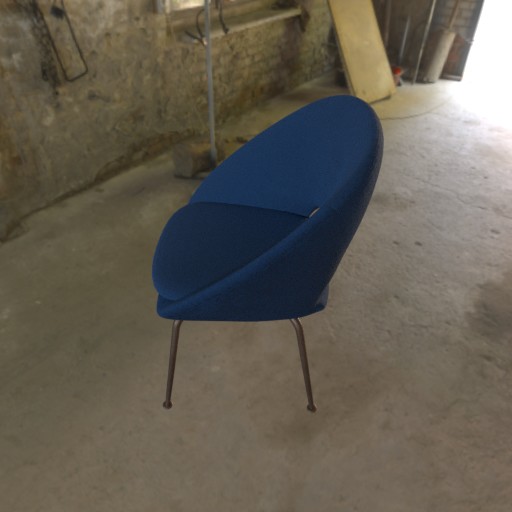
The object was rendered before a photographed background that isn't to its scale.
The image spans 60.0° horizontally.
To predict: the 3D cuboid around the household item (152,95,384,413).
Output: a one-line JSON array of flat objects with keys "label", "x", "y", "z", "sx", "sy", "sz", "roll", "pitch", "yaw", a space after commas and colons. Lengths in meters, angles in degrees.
[{"label": "household item", "x": 0.000, "y": 0.000, "z": 1.277, "sx": 0.573, "sy": 0.852, "sz": 0.623, "roll": 1, "pitch": 40, "yaw": 1}]
